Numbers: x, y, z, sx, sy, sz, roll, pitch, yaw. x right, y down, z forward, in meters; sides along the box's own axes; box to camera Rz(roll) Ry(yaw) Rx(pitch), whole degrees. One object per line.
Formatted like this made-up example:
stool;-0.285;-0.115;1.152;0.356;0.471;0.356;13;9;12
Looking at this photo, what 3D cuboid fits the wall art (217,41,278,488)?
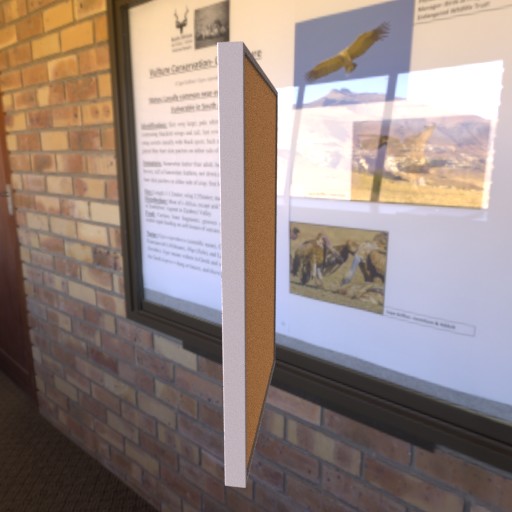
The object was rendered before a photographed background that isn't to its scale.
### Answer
wall art;0.000;0.000;0.976;0.039;0.753;0.511;2;13;8
